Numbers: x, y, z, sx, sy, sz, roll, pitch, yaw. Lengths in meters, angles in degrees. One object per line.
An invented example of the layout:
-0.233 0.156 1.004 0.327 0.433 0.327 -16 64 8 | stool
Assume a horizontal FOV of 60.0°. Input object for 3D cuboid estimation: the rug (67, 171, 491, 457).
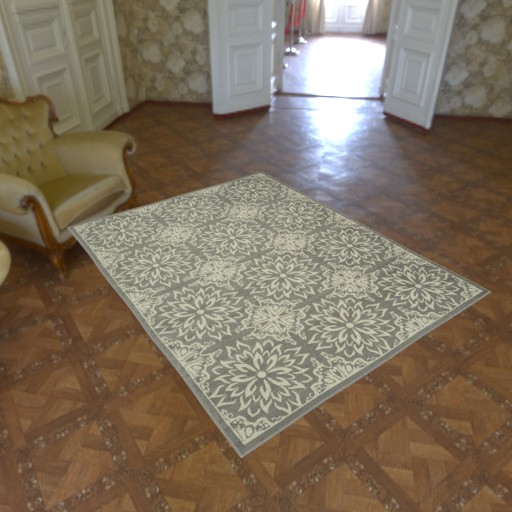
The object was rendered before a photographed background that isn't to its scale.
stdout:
0.000 0.000 3.876 2.363 0.012 2.980 -22 39 -30 | rug
